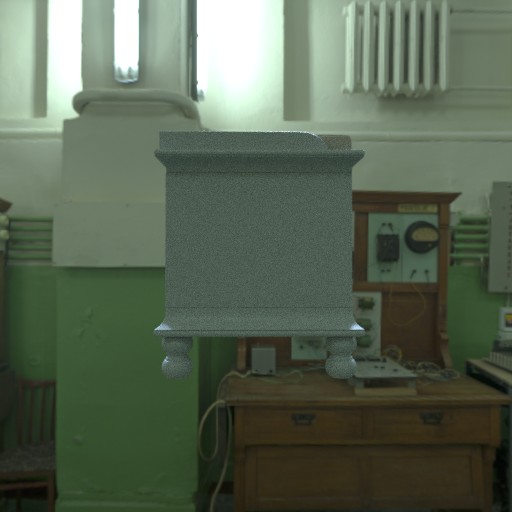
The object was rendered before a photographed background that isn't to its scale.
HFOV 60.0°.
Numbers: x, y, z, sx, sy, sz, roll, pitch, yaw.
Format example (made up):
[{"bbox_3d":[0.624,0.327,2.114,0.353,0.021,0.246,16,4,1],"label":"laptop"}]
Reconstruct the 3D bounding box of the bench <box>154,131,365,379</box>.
[{"bbox_3d":[0.000,0.000,1.434,0.402,0.486,1.185,0,-1,-1],"label":"bench"}]
